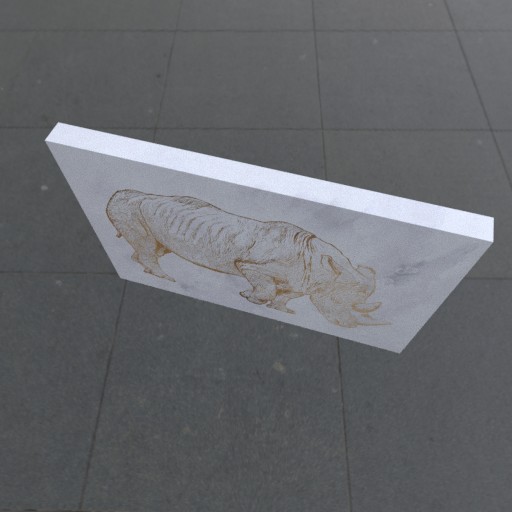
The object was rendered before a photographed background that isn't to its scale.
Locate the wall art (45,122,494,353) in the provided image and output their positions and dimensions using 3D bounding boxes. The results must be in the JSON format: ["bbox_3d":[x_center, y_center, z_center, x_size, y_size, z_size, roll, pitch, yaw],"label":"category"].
[{"bbox_3d":[0.000,0.000,0.764,0.609,0.407,0.038,14,60,8],"label":"wall art"}]
